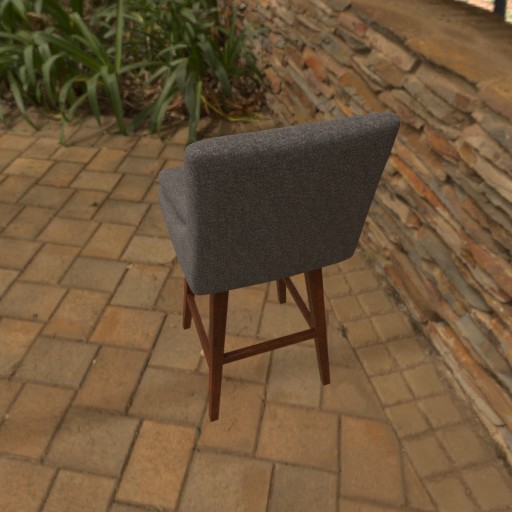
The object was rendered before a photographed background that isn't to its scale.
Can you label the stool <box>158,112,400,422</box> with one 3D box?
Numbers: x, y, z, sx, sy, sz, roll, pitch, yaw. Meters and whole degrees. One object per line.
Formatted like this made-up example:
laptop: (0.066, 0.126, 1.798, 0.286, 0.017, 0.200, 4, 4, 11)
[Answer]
stool: (0.000, 0.000, 1.366, 0.489, 1.068, 0.572, -13, 43, -14)
